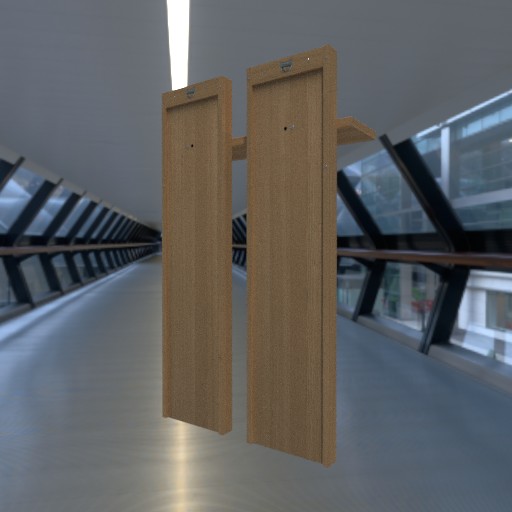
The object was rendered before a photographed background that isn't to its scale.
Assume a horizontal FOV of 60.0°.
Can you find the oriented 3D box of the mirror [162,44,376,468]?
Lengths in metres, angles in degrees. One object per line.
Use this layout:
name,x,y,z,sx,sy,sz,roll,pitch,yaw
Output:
mirror,0.000,0.000,1.616,0.800,1.250,0.260,0,1,35
